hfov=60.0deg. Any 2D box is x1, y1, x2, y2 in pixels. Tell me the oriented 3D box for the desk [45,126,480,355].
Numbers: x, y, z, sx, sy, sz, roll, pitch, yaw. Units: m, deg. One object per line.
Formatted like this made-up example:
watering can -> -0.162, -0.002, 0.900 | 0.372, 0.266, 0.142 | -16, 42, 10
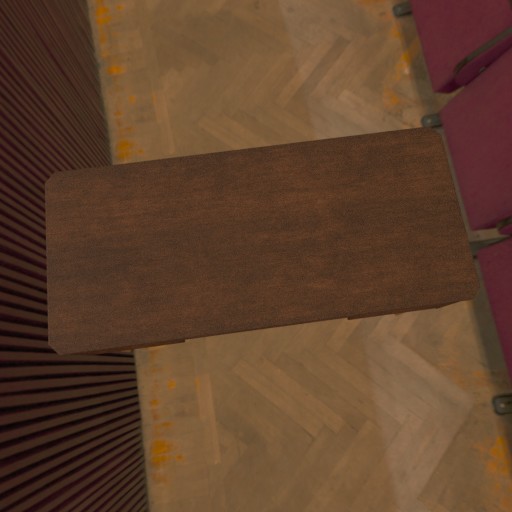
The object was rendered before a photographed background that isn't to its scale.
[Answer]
desk -> 0.000, 0.000, 1.944 | 1.479, 0.762, 0.684 | -7, 76, -2
